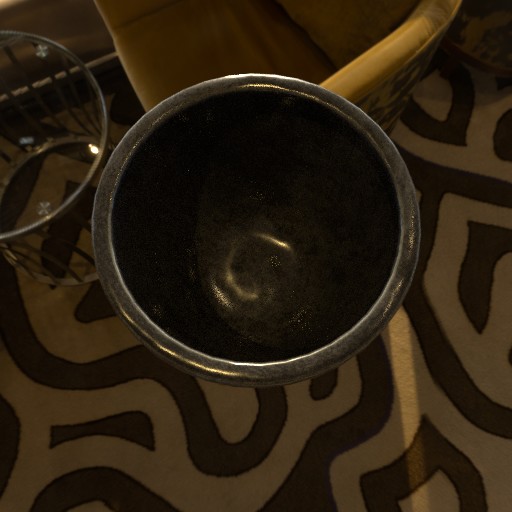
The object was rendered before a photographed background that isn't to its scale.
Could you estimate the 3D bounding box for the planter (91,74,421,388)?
[{"bbox_3d":[0.000,0.000,0.352,0.197,0.191,0.197,0,75,0],"label":"planter"}]
